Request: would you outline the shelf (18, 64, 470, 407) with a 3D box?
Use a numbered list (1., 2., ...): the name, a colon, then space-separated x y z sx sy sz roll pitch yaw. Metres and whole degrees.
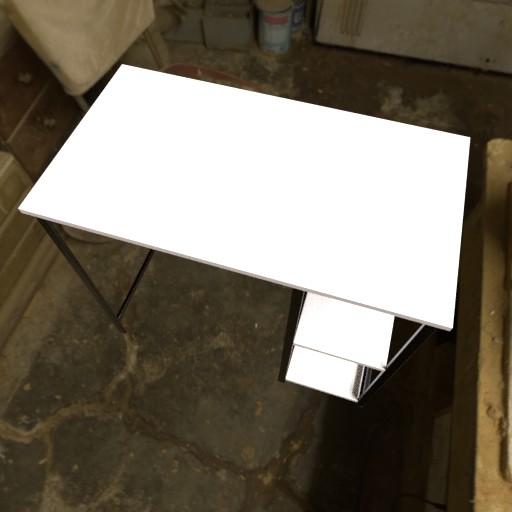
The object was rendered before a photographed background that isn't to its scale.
1. shelf: 0.000 0.000 1.315 0.902 0.750 0.498 15 61 9
